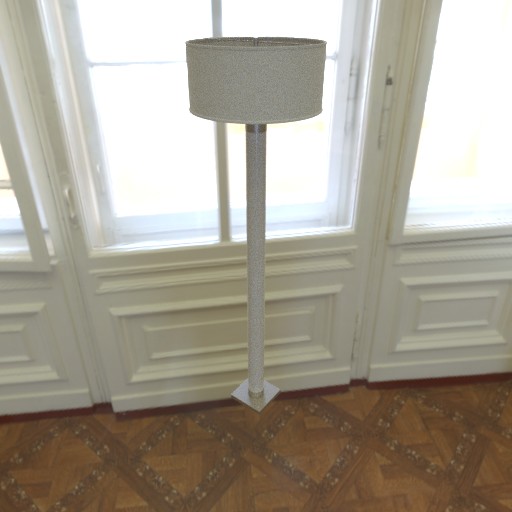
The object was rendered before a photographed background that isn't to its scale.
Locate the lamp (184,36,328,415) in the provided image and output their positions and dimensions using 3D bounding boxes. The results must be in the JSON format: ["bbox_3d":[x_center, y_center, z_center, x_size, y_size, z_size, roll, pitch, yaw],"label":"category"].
[{"bbox_3d":[0.000,0.000,1.665,0.420,1.475,0.420,21,36,32],"label":"lamp"}]
